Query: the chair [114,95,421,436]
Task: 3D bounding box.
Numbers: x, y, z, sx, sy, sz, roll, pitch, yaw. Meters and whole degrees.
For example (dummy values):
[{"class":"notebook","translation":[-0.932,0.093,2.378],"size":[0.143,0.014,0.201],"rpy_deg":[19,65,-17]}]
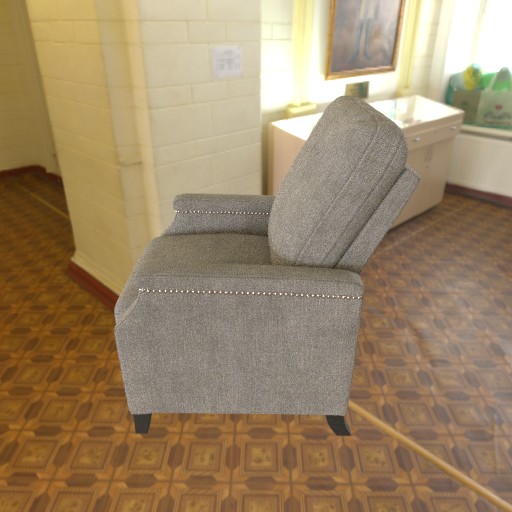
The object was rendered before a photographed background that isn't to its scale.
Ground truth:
[{"class":"chair","translation":[0.000,0.000,1.606],"size":[0.922,1.049,0.710],"rpy_deg":[0,27,1]}]
